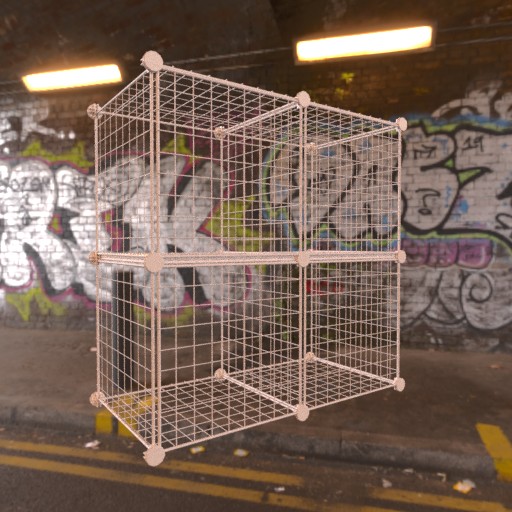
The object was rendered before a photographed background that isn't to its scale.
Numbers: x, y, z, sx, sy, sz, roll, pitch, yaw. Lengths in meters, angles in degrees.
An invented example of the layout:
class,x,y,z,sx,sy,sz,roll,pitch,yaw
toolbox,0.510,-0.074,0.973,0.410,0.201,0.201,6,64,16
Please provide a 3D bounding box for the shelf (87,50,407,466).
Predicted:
class,x,y,z,sx,sy,sz,roll,pitch,yaw
shelf,0.000,0.000,1.100,0.711,0.711,0.356,-1,2,-35
